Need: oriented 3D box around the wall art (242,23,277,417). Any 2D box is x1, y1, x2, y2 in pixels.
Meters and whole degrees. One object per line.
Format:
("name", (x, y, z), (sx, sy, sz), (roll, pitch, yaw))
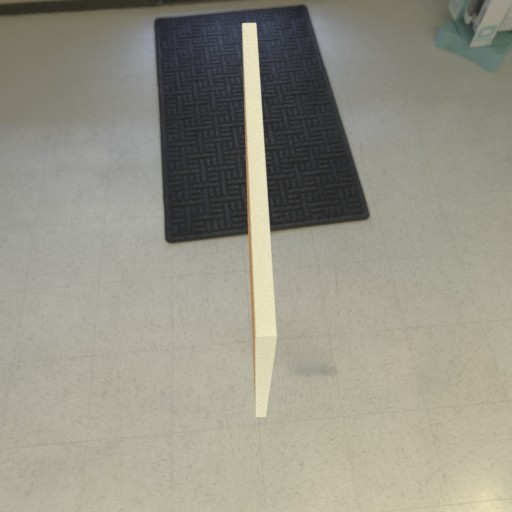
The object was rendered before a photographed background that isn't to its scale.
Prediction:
("wall art", (0.000, 0.000, 0.745), (0.020, 0.536, 0.444), (-2, 63, -1))
